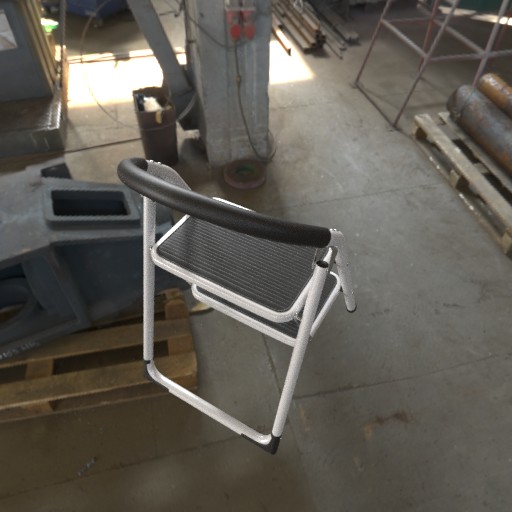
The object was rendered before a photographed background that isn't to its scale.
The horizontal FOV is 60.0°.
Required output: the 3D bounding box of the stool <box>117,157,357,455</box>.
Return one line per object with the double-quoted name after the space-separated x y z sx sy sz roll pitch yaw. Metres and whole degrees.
0.000 0.000 1.104 0.453 0.760 0.559 23 51 21 "stool"
